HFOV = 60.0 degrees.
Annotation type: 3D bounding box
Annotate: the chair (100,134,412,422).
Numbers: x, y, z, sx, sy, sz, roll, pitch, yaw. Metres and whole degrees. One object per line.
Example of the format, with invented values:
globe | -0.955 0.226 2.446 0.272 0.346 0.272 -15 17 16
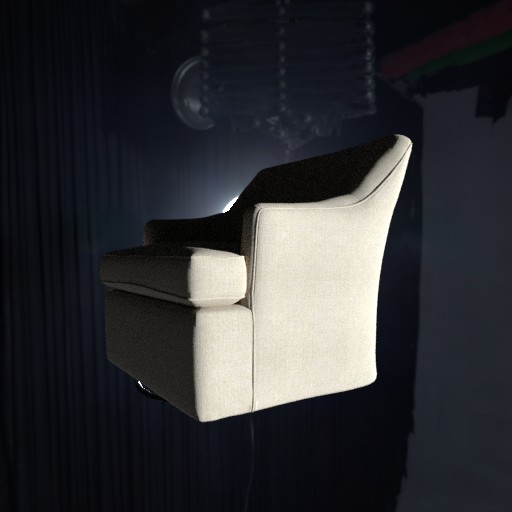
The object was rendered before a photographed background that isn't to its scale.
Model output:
chair | 0.000 0.000 1.609 0.923 0.856 0.864 0 1 -34
